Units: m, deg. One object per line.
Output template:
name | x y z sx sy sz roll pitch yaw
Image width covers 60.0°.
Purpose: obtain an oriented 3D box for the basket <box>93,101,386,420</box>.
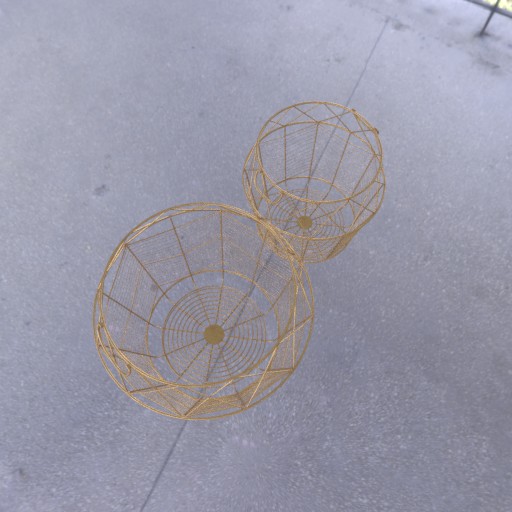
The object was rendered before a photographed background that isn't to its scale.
basket | 0.000 0.000 1.035 0.451 0.343 0.805 34 69 15
